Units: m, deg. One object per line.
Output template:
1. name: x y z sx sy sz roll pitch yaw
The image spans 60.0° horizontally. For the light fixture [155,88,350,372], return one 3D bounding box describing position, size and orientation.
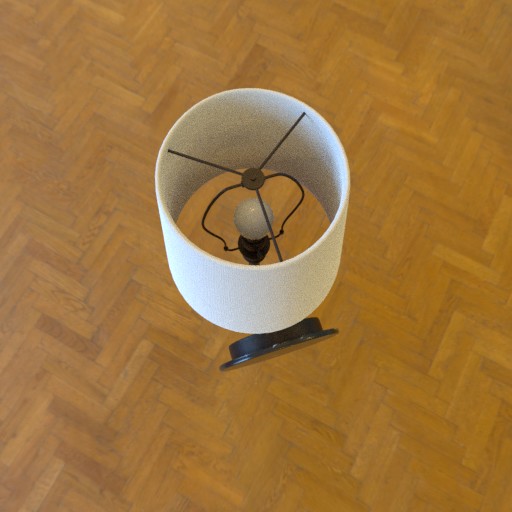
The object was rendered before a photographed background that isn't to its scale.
1. light fixture: 0.000 0.000 0.445 0.168 0.337 0.188 -17 75 -5
